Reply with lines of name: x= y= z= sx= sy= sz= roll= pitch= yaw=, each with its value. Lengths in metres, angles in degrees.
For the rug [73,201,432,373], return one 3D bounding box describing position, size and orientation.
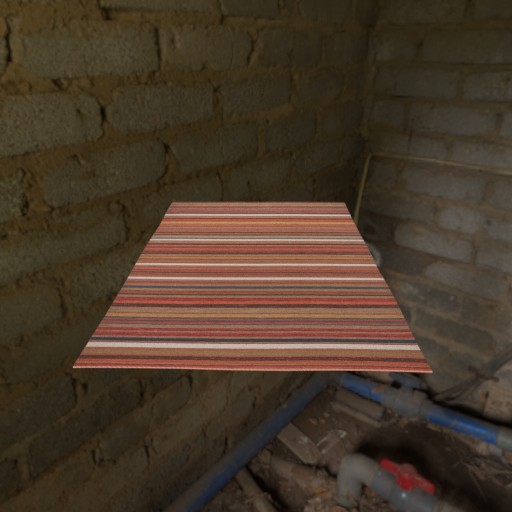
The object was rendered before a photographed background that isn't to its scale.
rug: x=0.000 y=0.000 z=2.321 sx=1.217 sy=0.007 sz=1.828 roll=0 pitch=25 yaw=1
